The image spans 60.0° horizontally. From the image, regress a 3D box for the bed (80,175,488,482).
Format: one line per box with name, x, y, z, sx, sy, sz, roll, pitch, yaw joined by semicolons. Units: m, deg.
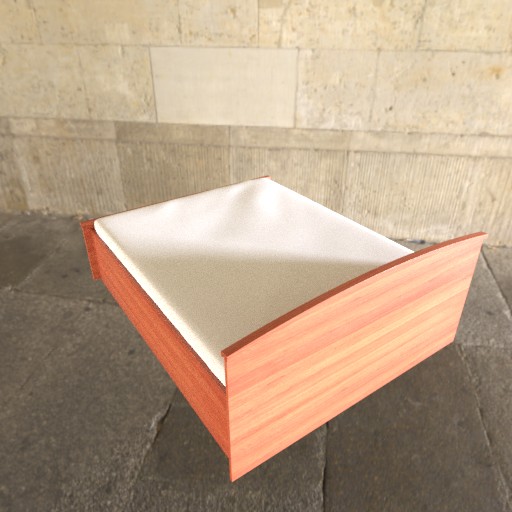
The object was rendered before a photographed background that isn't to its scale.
bed;0.000;0.000;2.930;1.683;0.848;2.053;-19;36;-29
